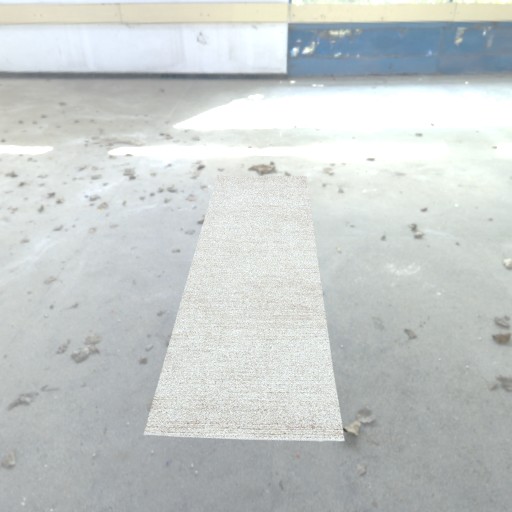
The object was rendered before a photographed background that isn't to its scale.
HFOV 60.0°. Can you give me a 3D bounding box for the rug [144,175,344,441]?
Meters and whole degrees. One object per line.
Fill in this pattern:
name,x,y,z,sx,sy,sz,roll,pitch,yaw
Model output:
rug,0.000,0.000,2.535,0.712,0.013,2.346,1,33,2
